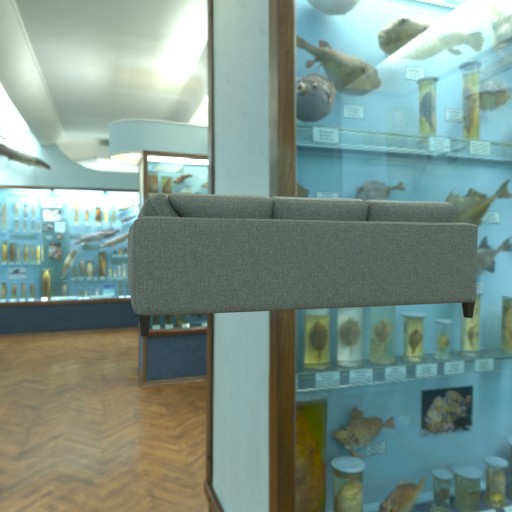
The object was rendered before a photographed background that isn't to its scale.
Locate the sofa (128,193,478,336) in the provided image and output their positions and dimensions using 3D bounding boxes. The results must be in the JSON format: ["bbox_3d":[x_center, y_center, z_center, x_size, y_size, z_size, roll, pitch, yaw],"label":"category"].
[{"bbox_3d":[0.000,0.000,4.593,2.551,0.889,3.403,0,1,-17],"label":"sofa"}]
